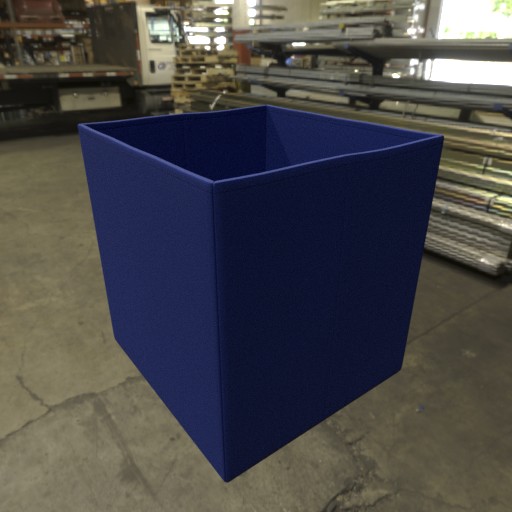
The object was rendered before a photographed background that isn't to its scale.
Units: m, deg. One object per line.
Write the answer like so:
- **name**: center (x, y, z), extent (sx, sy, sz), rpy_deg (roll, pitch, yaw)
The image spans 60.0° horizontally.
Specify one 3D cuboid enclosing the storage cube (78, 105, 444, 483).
- **storage cube**: center (0.000, 0.000, 0.498), extent (0.270, 0.280, 0.270), rpy_deg (-18, 32, -33)
